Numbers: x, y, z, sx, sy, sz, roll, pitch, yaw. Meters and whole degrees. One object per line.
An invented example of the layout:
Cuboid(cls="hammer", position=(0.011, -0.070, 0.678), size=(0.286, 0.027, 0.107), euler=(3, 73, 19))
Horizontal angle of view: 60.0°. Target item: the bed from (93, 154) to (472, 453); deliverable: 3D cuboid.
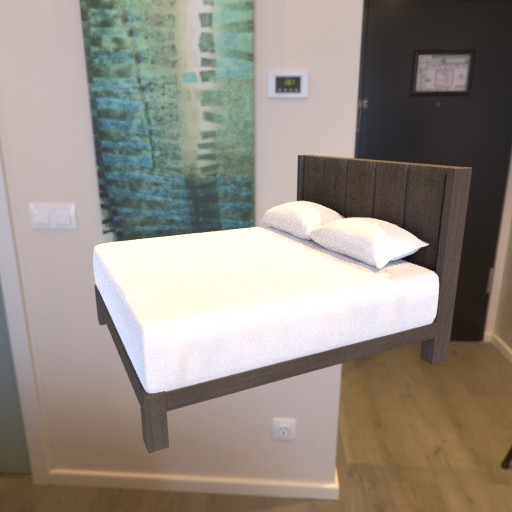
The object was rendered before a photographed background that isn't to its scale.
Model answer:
Cuboid(cls="bed", position=(0.000, 0.000, 3.091), size=(1.992, 1.261, 1.735), euler=(-8, 17, -25))
